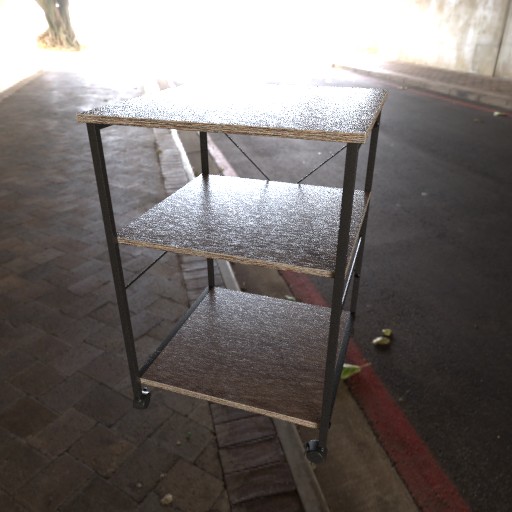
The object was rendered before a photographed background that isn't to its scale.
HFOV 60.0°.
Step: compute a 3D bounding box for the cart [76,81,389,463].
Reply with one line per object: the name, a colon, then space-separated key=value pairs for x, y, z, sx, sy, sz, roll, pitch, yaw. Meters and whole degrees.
cart: x=0.000 y=0.000 z=1.132 sx=0.521 sy=0.762 sz=0.520 roll=9 pitch=29 yaw=16
